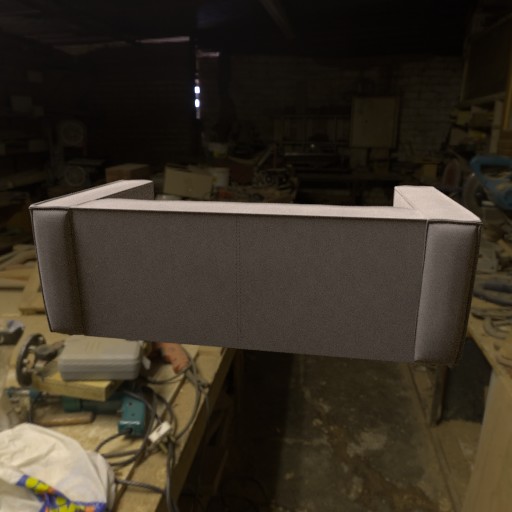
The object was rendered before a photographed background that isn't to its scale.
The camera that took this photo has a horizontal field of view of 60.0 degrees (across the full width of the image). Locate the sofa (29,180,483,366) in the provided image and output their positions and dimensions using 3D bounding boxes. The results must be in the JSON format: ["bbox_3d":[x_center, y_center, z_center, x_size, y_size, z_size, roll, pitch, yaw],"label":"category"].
[{"bbox_3d":[0.000,0.000,2.419,1.995,0.680,1.038,3,17,9],"label":"sofa"}]
